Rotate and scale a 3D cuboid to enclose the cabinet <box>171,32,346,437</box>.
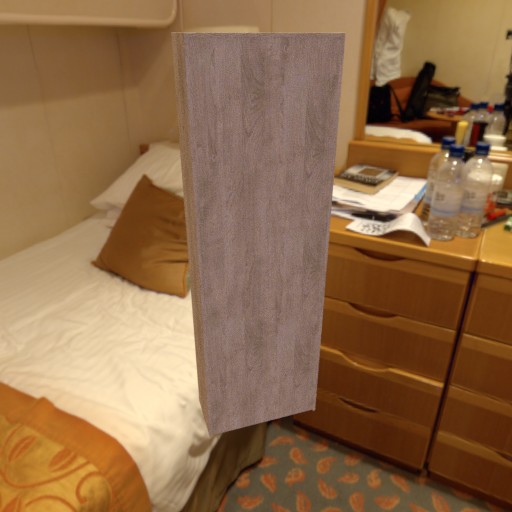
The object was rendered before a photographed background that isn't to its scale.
[{"bbox_3d":[0.000,0.000,1.811,0.520,1.630,0.250,-8,28,-16],"label":"cabinet"}]
